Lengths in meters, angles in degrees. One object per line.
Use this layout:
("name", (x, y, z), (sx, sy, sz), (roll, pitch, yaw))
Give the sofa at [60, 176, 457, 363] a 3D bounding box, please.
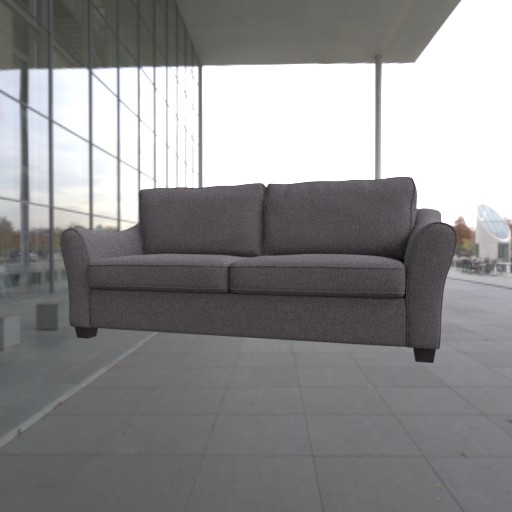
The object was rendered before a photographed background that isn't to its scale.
("sofa", (0.000, 0.000, 2.739), (2.203, 0.976, 1.013), (0, 1, 17))
